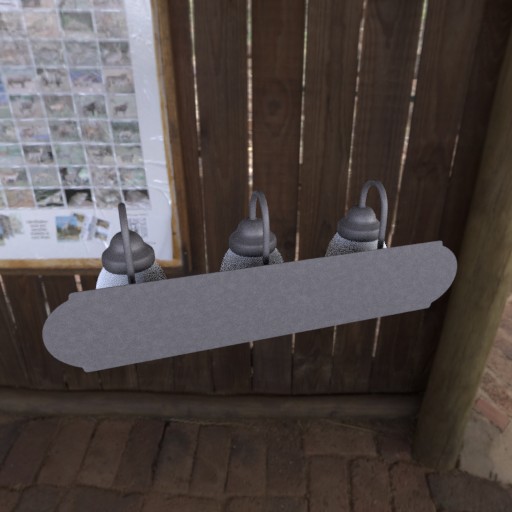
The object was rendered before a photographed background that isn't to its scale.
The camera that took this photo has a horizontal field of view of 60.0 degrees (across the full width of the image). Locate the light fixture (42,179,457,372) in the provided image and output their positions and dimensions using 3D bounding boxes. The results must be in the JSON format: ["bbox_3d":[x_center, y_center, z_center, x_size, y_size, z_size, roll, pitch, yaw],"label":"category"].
[{"bbox_3d":[0.000,0.000,0.701,0.610,0.222,0.199,-8,26,-16],"label":"light fixture"}]
